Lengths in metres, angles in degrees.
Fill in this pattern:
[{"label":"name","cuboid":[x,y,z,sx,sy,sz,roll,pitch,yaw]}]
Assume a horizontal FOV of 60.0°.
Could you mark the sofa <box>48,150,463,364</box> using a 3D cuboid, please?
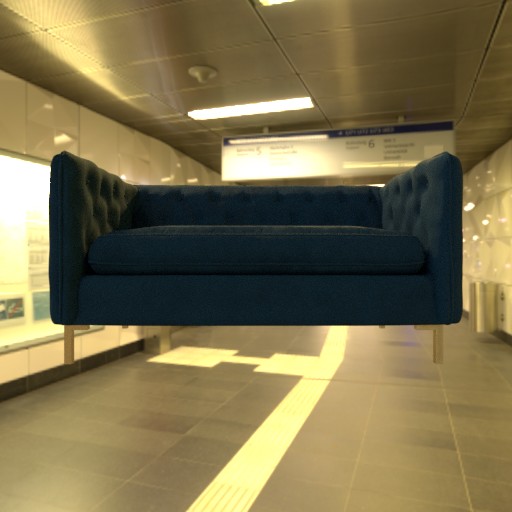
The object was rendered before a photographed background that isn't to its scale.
[{"label":"sofa","cuboid":[0.000,0.000,2.075,1.583,0.810,0.909,0,0,0]}]
